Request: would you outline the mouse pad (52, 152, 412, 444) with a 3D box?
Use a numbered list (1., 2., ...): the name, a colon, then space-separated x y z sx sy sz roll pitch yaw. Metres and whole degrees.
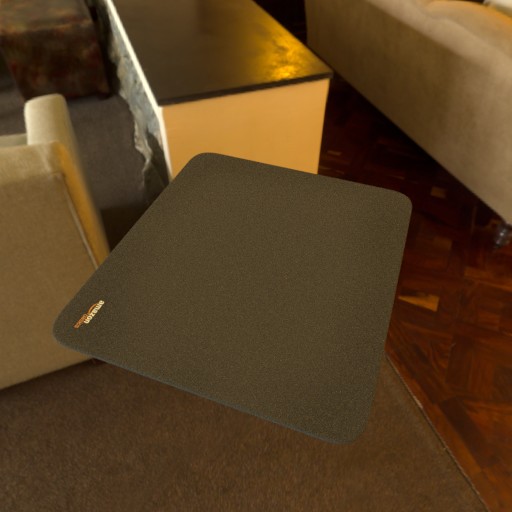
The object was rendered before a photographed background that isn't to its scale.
1. mouse pad: 0.000 0.000 0.328 0.203 0.003 0.229 15 48 14
